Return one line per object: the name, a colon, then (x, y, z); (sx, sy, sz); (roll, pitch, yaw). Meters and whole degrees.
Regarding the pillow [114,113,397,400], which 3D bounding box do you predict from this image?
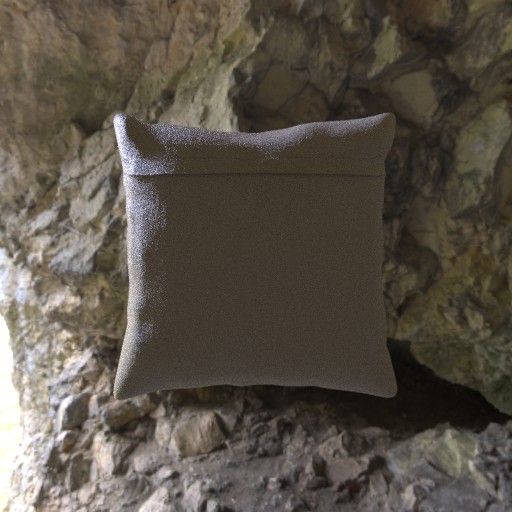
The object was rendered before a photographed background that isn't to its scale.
pillow: (0.000, 0.000, 0.769); (0.484, 0.490, 0.234); (0, 0, -1)
